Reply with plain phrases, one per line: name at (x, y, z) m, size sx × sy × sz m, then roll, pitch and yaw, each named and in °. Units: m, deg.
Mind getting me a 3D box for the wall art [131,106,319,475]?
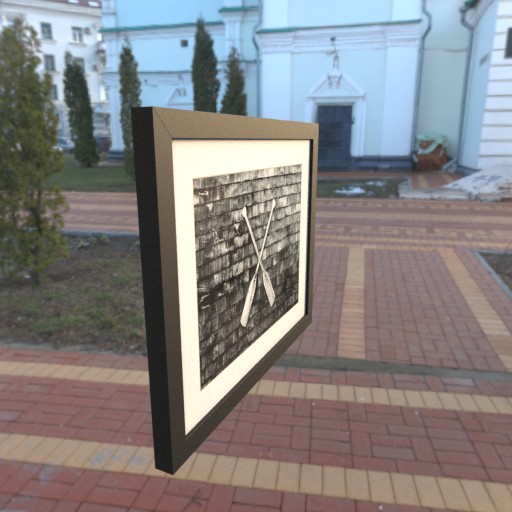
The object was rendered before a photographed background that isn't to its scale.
wall art at (0.000, 0.000, 0.769) m, size 0.029 × 0.457 × 0.558 m, roll 7°, pitch 16°, yaw 25°
